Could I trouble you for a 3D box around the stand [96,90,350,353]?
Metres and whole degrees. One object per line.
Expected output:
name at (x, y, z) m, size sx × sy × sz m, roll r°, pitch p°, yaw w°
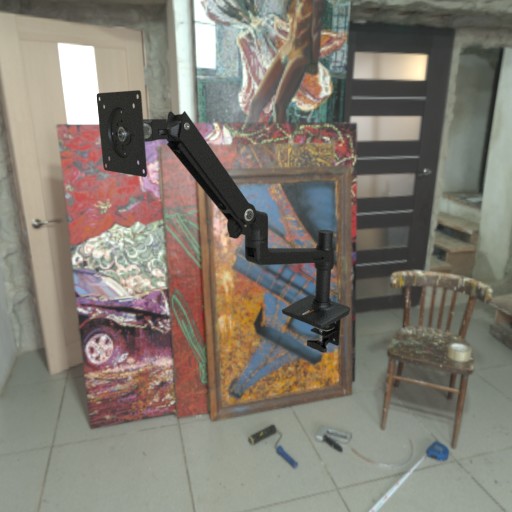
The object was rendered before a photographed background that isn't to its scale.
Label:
stand at (0.000, 0.000, 1.058) m, size 0.152 × 0.713 × 0.650 m, roll 17°, pitch 24°, yaw 42°
